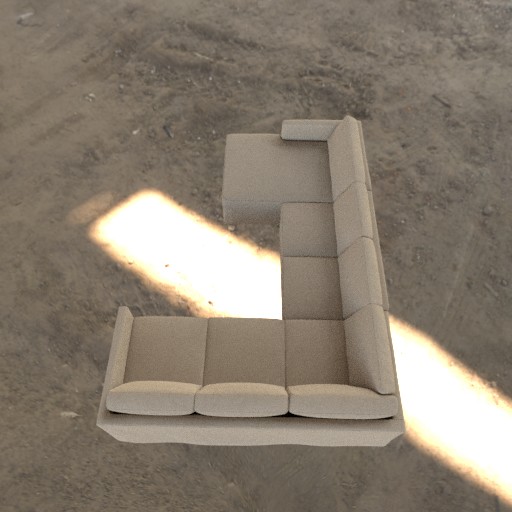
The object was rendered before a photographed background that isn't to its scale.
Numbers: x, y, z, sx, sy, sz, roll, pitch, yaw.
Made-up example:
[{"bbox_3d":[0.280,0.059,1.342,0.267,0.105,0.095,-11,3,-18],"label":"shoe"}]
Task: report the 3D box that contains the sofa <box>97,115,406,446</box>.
[{"bbox_3d":[0.000,0.000,4.547,2.476,0.878,3.528,1,59,1],"label":"sofa"}]
